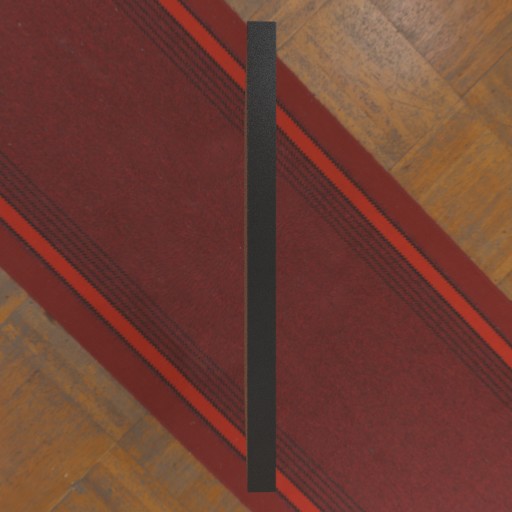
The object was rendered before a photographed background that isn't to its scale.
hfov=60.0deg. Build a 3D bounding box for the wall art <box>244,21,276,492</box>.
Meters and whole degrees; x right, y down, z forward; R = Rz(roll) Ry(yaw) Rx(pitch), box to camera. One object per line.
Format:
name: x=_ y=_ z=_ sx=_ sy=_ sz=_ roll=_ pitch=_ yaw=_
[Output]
wall art: x=0.000 y=0.000 z=1.202 sx=0.058 sy=0.640 sz=0.939 roll=0 pitch=91 yaw=-2
